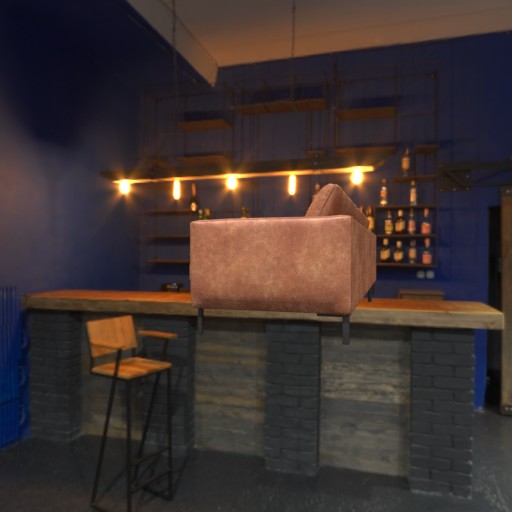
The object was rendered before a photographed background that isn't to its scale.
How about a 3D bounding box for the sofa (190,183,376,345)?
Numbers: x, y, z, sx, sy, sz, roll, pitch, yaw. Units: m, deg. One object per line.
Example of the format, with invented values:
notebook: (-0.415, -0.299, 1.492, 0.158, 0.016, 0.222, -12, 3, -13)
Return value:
sofa: (0.000, 0.000, 3.907, 1.938, 0.877, 2.984, 0, 1, 18)
